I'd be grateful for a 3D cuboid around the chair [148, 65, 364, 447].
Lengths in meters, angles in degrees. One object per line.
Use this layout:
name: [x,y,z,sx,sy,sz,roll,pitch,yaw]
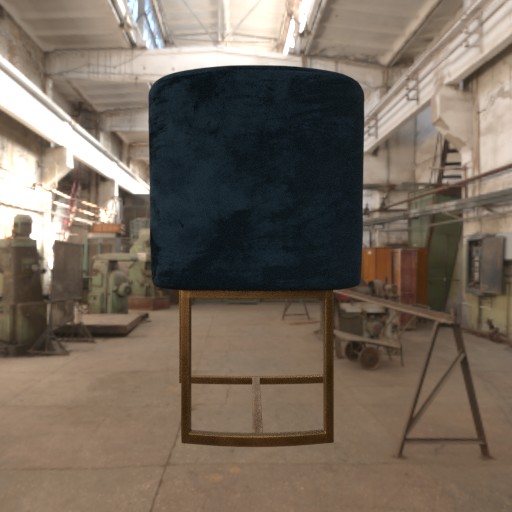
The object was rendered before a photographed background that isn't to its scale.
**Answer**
chair: [0.000,0.000,1.209,0.530,0.824,0.560,0,0,0]
